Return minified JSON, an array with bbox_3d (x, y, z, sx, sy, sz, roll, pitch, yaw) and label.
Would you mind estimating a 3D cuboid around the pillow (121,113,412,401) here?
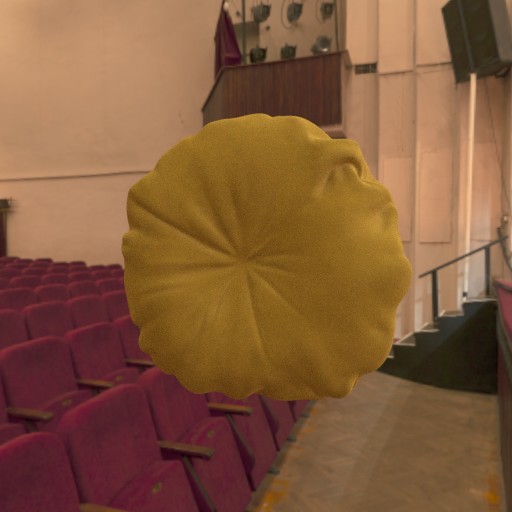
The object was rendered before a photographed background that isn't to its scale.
[{"bbox_3d":[0.000,0.000,0.647,0.428,0.407,0.148,0,1,18],"label":"pillow"}]
